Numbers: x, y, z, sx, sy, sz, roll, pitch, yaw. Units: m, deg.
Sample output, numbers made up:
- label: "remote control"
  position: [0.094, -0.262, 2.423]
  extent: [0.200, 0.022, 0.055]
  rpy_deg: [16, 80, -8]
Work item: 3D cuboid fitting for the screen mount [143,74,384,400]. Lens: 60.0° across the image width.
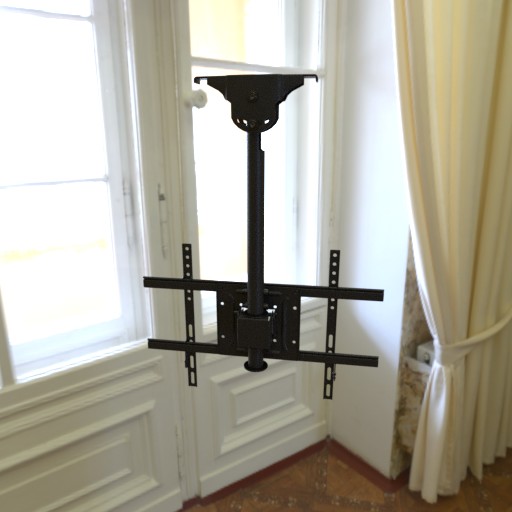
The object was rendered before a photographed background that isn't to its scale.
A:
- label: "screen mount"
  position: [0.000, 0.000, 1.027]
  extent: [0.595, 0.775, 0.090]
  rpy_deg: [3, 16, 9]
